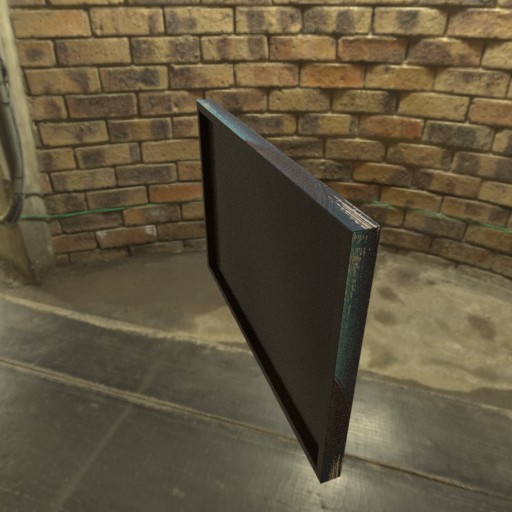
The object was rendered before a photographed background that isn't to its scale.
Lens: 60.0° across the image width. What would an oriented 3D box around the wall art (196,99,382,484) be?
[{"bbox_3d":[0.000,0.000,0.773,0.033,0.406,0.609,-11,33,-17],"label":"wall art"}]
